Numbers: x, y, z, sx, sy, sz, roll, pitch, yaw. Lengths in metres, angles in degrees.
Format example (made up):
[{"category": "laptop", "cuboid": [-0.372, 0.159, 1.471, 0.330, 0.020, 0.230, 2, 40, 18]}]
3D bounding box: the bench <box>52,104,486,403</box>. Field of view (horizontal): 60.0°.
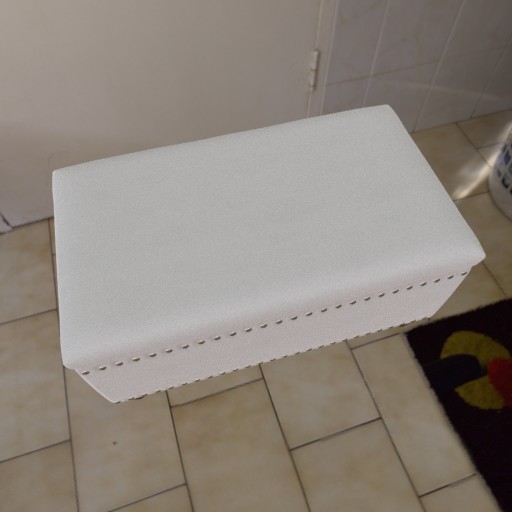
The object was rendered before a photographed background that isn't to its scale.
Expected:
[{"category": "bench", "cuboid": [0.000, 0.000, 1.169, 0.887, 0.449, 0.500, -13, 59, -8]}]
